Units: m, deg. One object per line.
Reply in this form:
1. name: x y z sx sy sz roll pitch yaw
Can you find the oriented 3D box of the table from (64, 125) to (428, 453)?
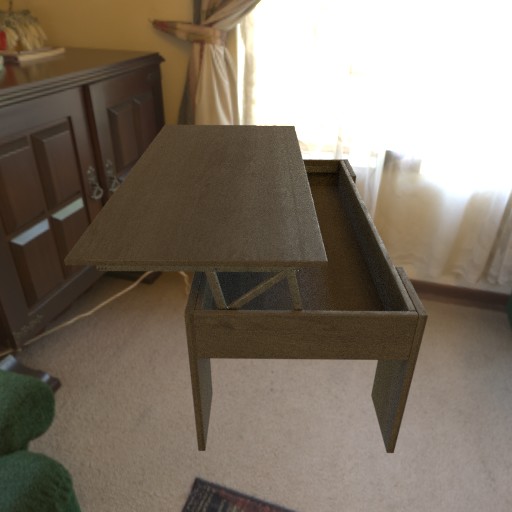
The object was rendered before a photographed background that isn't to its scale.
1. table: 0.000 0.000 1.406 0.711 0.570 1.000 0 31 1
